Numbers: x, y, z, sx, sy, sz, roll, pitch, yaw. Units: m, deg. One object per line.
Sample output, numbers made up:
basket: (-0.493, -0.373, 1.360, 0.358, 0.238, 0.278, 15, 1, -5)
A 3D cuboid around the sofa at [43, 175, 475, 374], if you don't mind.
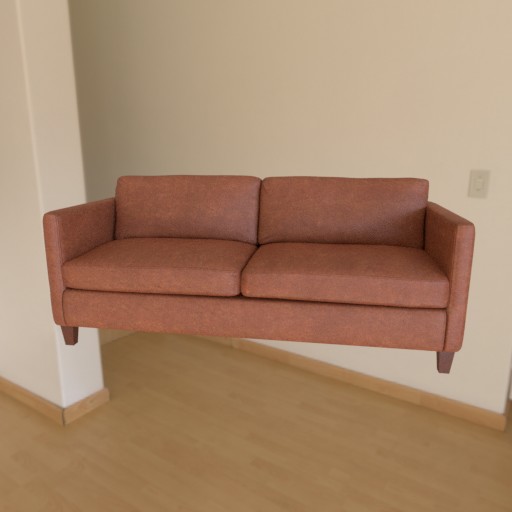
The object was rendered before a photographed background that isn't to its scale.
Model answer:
sofa: (0.000, 0.000, 2.686, 2.204, 0.932, 0.950, 2, 14, 9)
